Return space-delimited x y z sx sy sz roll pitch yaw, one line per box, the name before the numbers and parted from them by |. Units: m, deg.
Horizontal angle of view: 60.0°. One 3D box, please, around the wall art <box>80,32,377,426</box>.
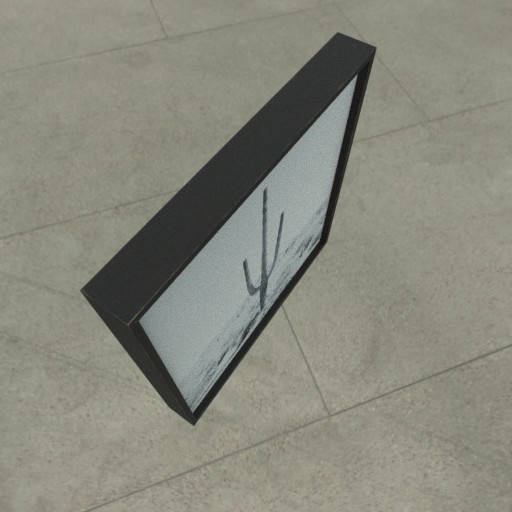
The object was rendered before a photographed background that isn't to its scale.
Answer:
wall art | 0.000 0.000 0.447 0.038 0.305 0.305 31 64 17
